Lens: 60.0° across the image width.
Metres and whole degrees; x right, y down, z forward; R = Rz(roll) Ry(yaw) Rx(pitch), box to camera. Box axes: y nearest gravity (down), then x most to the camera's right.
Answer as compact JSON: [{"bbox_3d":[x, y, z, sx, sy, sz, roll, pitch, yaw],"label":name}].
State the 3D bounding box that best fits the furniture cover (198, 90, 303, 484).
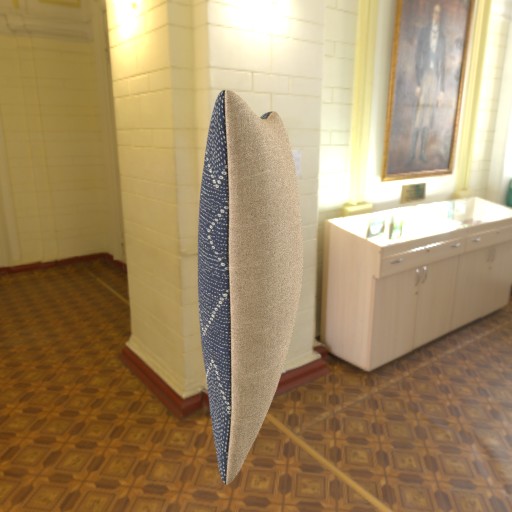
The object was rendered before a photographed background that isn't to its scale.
[{"bbox_3d":[0.000,0.000,0.771,0.162,0.503,0.511,2,15,8],"label":"furniture cover"}]
